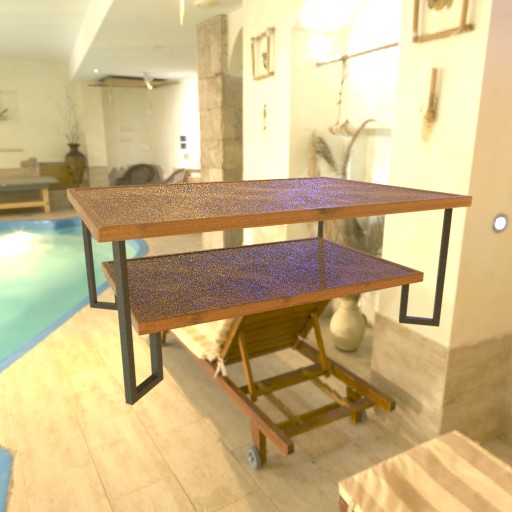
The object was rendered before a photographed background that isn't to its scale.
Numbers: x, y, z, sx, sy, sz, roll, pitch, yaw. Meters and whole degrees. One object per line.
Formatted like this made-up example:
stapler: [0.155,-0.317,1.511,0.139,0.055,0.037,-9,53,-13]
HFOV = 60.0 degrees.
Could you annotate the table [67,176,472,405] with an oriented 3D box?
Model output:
table: [0.000,0.000,1.705,1.238,0.492,0.877,-7,17,-26]
